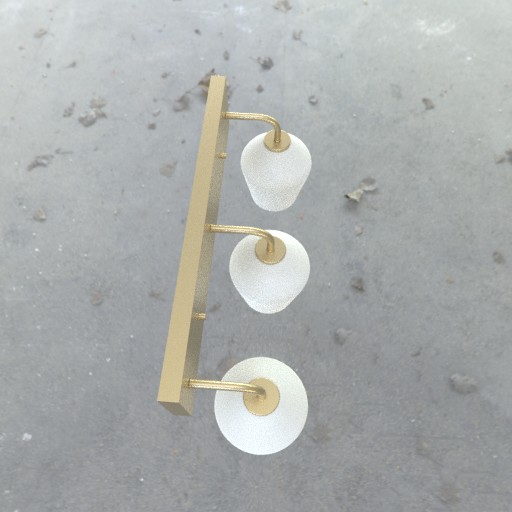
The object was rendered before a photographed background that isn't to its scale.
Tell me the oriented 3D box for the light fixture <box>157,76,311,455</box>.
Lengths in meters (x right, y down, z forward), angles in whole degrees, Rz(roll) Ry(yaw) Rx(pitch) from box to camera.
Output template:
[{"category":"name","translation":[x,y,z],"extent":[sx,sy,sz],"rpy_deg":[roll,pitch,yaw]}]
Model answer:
[{"category":"light fixture","translation":[0.000,0.000,0.751],"extent":[0.190,0.280,0.609],"rpy_deg":[4,63,2]}]
